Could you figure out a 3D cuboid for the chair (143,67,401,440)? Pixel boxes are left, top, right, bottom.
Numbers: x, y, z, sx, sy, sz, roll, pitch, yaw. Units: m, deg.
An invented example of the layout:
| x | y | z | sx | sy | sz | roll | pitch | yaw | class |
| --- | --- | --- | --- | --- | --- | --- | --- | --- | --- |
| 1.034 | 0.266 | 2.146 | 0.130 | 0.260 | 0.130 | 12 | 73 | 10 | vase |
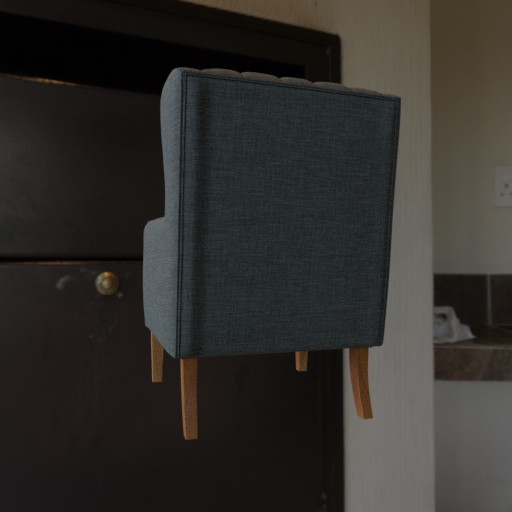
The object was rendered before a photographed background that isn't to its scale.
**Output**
| x | y | z | sx | sy | sz | roll | pitch | yaw | class |
| --- | --- | --- | --- | --- | --- | --- | --- | --- | --- |
| 0.000 | 0.000 | 1.495 | 0.711 | 0.953 | 0.775 | 0 | -1 | -17 | chair |
